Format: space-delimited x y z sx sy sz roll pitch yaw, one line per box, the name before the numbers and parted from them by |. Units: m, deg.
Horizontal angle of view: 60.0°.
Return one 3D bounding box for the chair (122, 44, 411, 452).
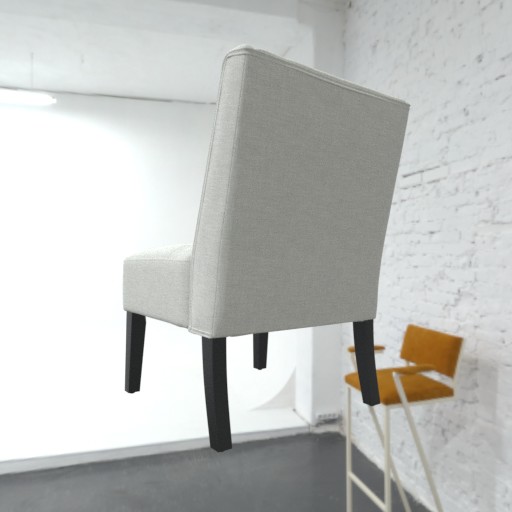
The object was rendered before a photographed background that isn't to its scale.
chair | 0.000 0.000 1.292 0.569 0.853 0.676 1 -1 -37
